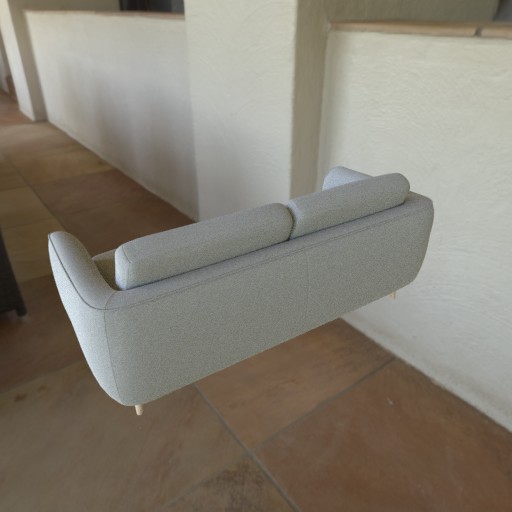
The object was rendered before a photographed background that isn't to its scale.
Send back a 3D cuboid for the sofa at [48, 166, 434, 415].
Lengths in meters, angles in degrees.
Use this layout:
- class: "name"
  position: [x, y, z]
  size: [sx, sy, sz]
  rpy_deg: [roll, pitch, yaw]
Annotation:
- class: "sofa"
  position: [0.000, 0.000, 2.460]
  size: [2.000, 0.850, 0.920]
  rpy_deg: [-18, 34, -28]
